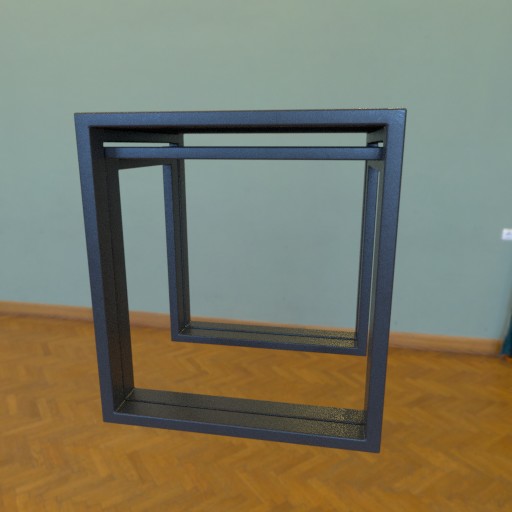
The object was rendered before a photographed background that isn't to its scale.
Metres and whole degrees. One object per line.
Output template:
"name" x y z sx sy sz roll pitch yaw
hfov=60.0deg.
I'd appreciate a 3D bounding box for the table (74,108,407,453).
"table" 0.000 0.000 0.929 0.500 0.550 0.449 2 14 10
